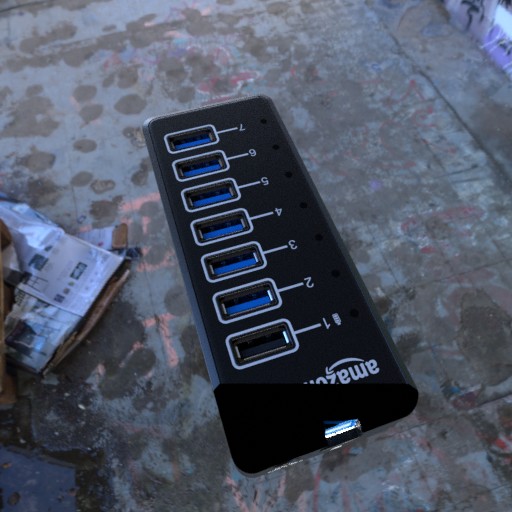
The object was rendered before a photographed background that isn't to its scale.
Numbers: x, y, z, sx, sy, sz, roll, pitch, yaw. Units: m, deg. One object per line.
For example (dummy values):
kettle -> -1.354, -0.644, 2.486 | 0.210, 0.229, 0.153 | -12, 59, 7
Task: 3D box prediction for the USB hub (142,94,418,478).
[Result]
USB hub -> 0.000, 0.000, 0.130 | 0.044, 0.023, 0.110 | -16, 61, -9
